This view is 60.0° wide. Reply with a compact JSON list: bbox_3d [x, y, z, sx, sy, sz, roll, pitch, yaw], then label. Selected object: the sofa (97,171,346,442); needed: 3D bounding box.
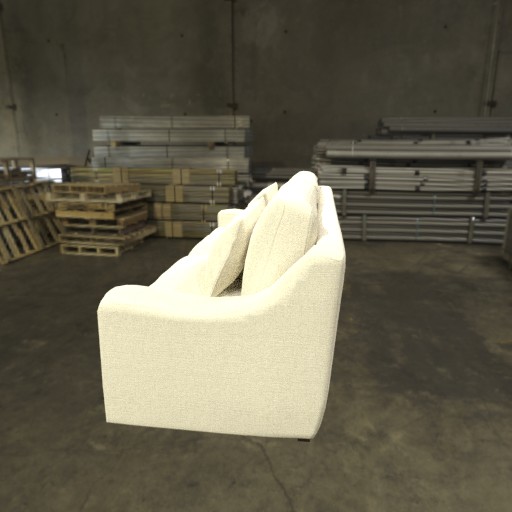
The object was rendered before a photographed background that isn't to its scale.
[{"bbox_3d":[0.000,0.000,2.925,1.009,1.022,2.470,2,15,8],"label":"sofa"}]
